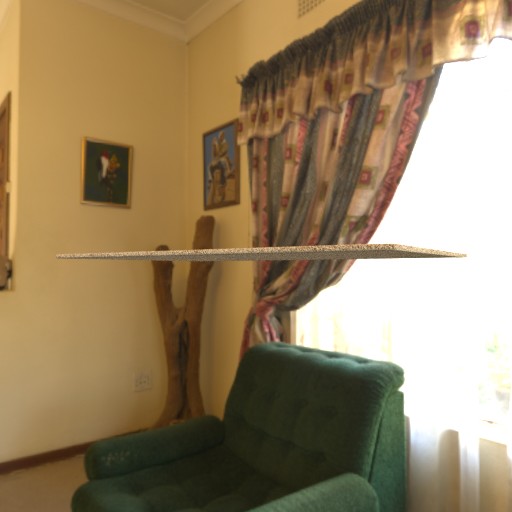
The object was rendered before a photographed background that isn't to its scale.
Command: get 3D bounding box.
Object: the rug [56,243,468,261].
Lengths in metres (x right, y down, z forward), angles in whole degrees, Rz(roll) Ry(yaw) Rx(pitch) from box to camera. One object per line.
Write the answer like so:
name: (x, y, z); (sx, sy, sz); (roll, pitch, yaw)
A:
rug: (0.000, 0.000, 3.078); (2.438, 0.030, 1.524); (-1, -2, 35)
